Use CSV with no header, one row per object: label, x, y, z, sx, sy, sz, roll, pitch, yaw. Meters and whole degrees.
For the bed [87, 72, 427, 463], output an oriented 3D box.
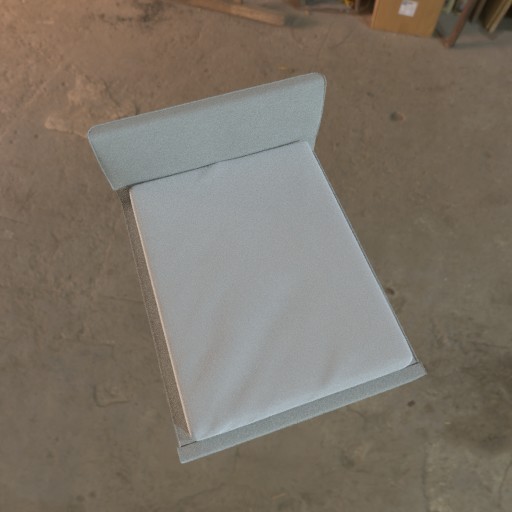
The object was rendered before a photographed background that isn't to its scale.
bed,0.000,0.000,3.542,1.980,1.126,2.498,-17,65,-8
